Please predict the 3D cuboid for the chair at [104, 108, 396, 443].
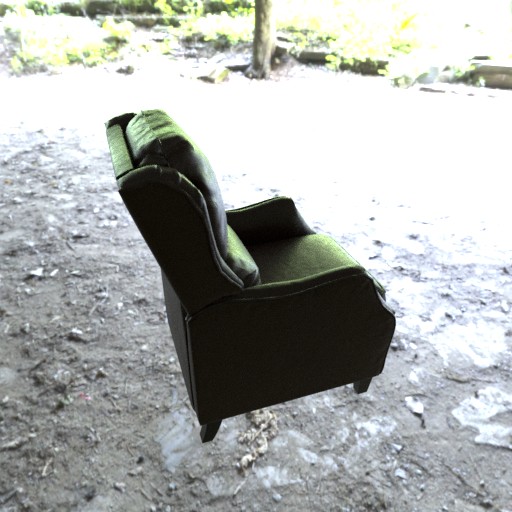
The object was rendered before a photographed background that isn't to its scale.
[{"bbox_3d":[0.000,0.000,1.785,0.982,1.132,0.770,-10,32,-16],"label":"chair"}]
